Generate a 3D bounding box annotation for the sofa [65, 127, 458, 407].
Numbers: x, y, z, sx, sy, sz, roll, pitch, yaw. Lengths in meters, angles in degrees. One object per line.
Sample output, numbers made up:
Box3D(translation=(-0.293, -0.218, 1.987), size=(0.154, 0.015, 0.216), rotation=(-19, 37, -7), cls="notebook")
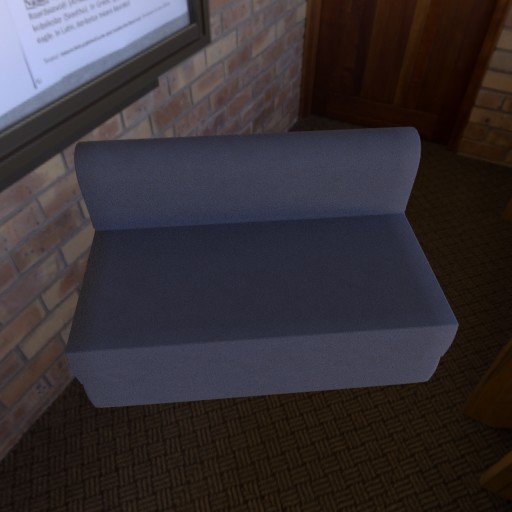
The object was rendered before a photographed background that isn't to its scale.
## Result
Box3D(translation=(0.000, 0.000, 1.610), size=(1.219, 0.660, 0.762), rotation=(-3, 46, -3), cls="sofa")
